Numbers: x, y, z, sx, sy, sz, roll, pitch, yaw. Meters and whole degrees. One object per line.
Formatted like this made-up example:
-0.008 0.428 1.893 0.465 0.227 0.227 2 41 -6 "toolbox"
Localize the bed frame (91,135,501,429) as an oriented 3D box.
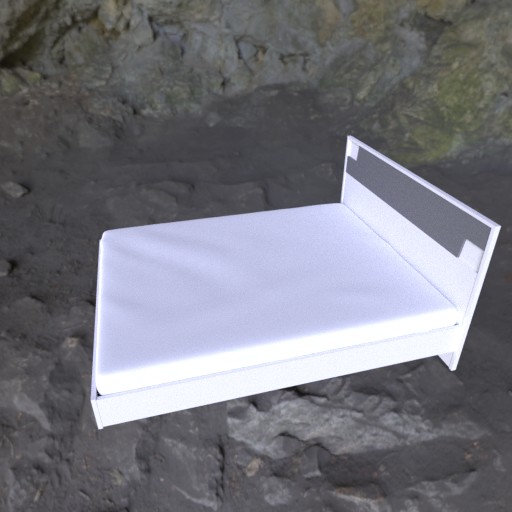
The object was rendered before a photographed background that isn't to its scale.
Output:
0.000 0.000 2.967 2.100 1.001 1.711 -8 32 -13 "bed frame"
